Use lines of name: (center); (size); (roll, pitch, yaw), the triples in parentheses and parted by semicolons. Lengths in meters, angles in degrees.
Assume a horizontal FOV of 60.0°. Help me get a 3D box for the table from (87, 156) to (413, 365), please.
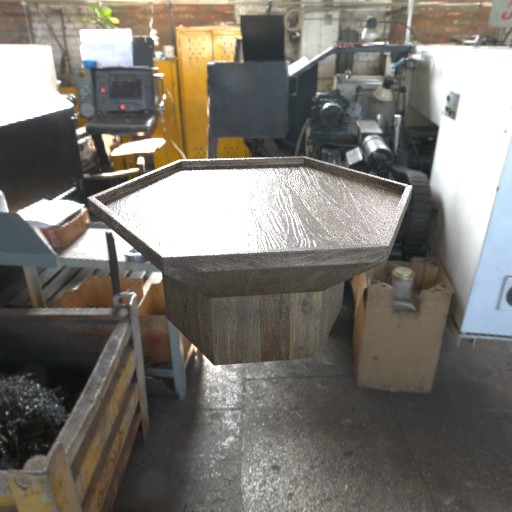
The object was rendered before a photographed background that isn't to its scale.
table: (0.000, 0.000, 1.616); (0.966, 0.488, 1.115); (-18, 31, -32)
